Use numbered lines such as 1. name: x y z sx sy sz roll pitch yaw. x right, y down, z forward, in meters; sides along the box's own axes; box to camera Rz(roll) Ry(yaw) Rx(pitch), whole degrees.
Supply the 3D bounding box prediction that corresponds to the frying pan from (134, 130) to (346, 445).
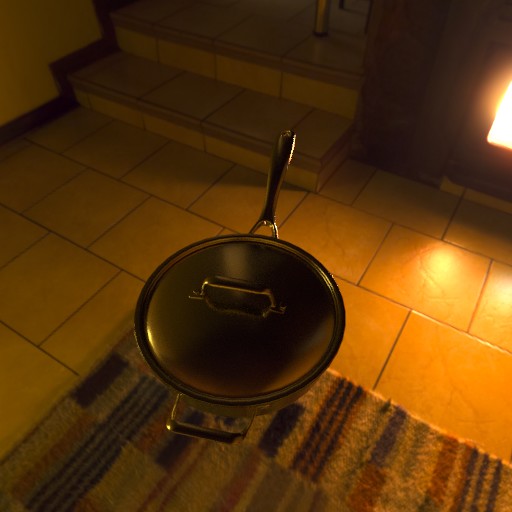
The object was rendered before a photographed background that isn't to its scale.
1. frying pan: 0.000 0.000 0.665 0.280 0.114 0.561 9 48 8
